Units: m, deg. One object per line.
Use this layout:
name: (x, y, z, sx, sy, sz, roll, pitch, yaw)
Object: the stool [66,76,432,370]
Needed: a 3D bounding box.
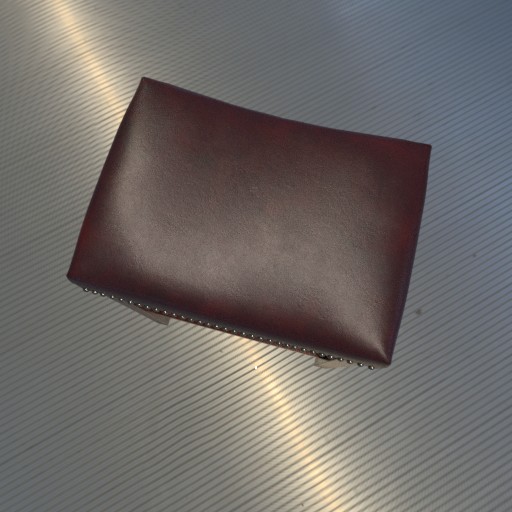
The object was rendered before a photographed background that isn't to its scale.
stool: (0.000, 0.000, 0.972, 0.504, 0.657, 0.372, 15, 76, 4)
